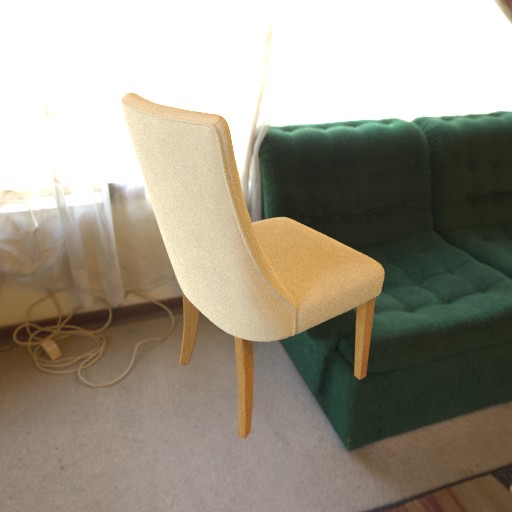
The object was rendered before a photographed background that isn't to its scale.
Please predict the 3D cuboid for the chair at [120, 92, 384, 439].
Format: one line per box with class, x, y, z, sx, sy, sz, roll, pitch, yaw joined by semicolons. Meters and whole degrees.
chair;0.000;0.000;1.300;0.610;0.902;0.495;-17;32;-31
